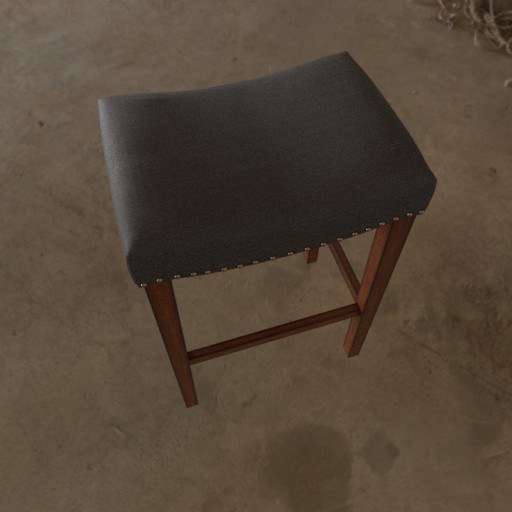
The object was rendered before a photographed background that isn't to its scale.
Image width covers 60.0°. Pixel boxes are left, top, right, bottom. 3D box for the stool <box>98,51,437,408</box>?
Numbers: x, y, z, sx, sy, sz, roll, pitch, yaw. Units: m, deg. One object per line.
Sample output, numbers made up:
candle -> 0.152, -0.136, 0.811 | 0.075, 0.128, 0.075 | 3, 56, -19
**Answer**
stool -> 0.000, 0.000, 1.009 | 0.502, 0.748, 0.366 | -15, 59, -9
